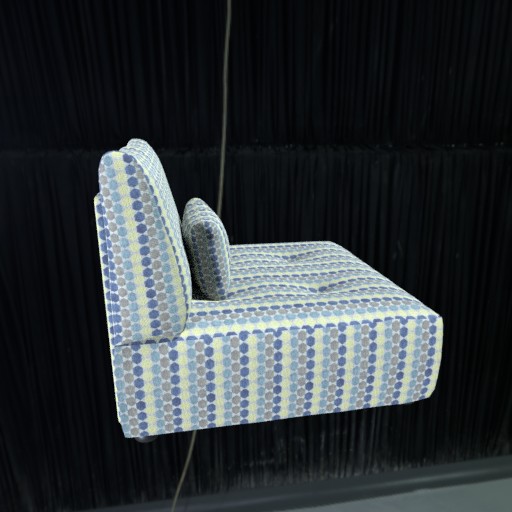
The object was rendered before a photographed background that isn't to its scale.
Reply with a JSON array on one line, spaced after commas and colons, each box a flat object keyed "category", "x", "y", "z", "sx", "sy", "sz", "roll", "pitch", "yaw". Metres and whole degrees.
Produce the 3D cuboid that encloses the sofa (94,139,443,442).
[{"category": "sofa", "x": 0.000, "y": 0.000, "z": 1.666, "sx": 1.000, "sy": 0.830, "sz": 0.930, "roll": -3, "pitch": 17, "yaw": -11}]
